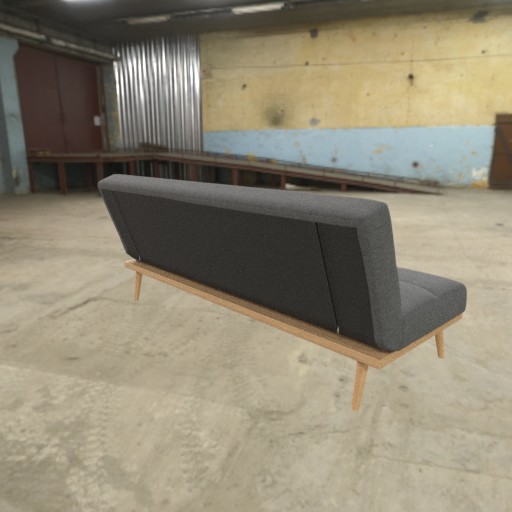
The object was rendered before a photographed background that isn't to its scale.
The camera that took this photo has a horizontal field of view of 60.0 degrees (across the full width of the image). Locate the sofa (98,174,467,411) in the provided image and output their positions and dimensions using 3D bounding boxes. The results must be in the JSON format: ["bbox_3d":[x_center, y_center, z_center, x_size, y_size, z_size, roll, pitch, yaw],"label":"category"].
[{"bbox_3d":[0.000,0.000,2.245,0.820,0.770,1.820,-13,19,-42],"label":"sofa"}]
